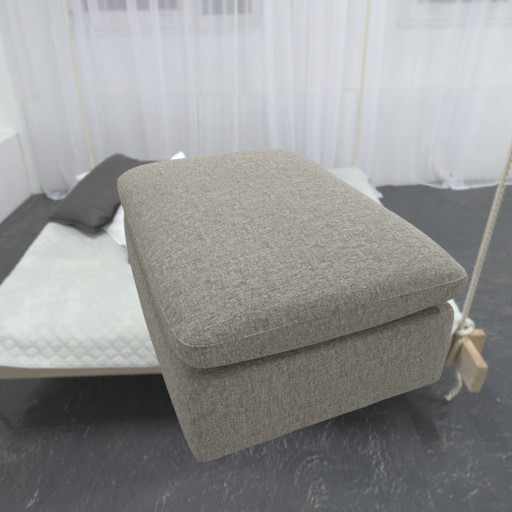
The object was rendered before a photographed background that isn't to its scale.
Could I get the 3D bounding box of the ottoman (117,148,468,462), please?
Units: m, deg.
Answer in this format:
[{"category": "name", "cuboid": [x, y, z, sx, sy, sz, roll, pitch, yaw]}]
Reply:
[{"category": "ottoman", "cuboid": [0.000, 0.000, 1.319, 0.694, 0.451, 0.977, -11, 32, -19]}]
